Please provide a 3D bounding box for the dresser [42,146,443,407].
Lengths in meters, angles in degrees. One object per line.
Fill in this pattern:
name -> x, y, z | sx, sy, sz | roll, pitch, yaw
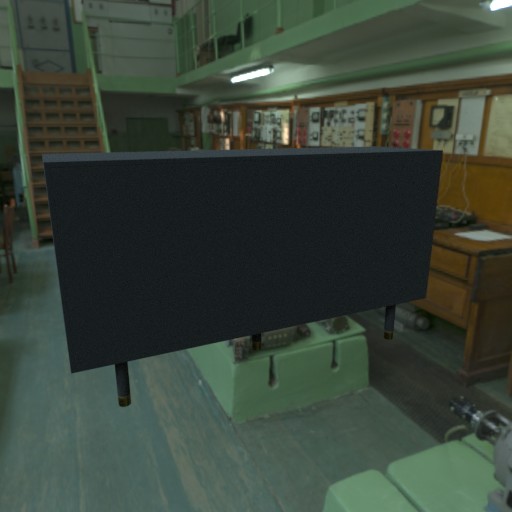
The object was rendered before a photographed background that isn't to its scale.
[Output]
dresser -> 0.000, 0.000, 1.904 | 1.558, 0.872, 0.463 | -8, 18, -24
